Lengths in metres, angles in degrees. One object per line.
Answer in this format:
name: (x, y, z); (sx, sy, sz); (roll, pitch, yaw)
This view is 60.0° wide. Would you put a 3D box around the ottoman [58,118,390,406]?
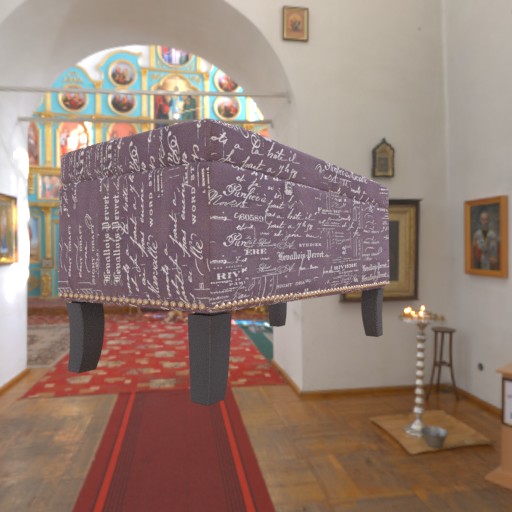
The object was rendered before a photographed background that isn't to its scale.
ottoman: (0.000, 0.000, 1.084); (0.406, 0.457, 0.813); (0, -1, 35)
